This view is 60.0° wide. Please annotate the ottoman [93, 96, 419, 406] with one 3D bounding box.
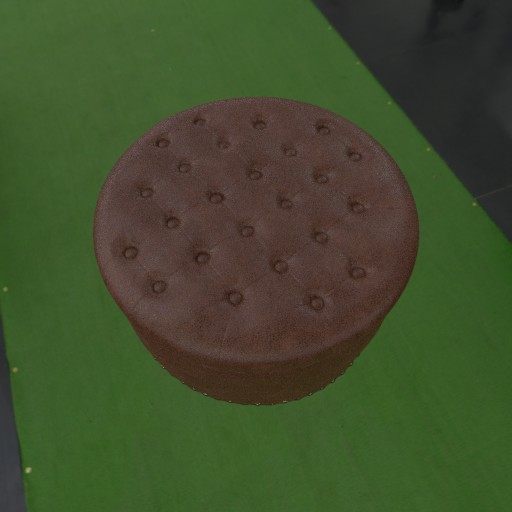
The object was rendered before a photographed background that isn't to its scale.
[{"bbox_3d":[0.000,0.000,1.037,0.637,0.442,0.637,0,60,0],"label":"ottoman"}]
